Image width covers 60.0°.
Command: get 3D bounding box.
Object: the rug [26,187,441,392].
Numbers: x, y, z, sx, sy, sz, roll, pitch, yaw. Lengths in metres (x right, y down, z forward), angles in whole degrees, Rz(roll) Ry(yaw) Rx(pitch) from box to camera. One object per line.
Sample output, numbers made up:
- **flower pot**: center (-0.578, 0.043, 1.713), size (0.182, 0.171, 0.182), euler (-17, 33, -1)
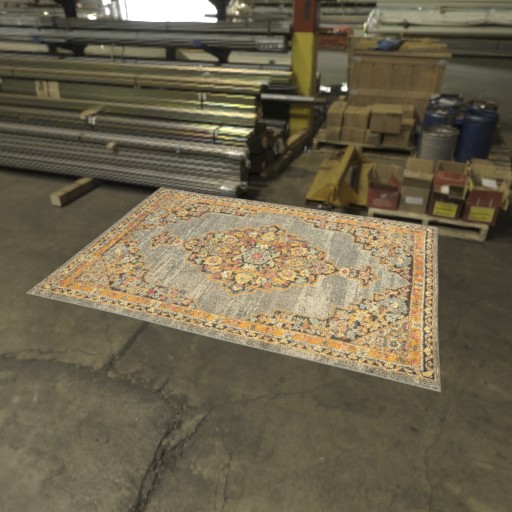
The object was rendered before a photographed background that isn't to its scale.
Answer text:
- **rug**: center (0.000, 0.000, 3.907), size (3.063, 0.024, 2.158), euler (10, 34, 16)
